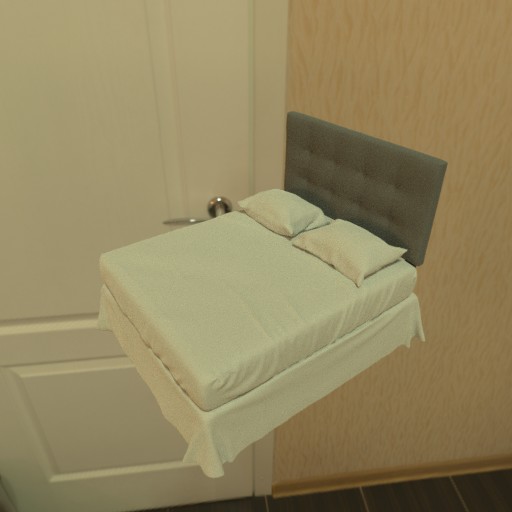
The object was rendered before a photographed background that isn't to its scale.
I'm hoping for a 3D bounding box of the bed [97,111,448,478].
[{"bbox_3d":[0.000,0.000,3.448,2.222,1.577,1.936,-22,39,-30],"label":"bed"}]
